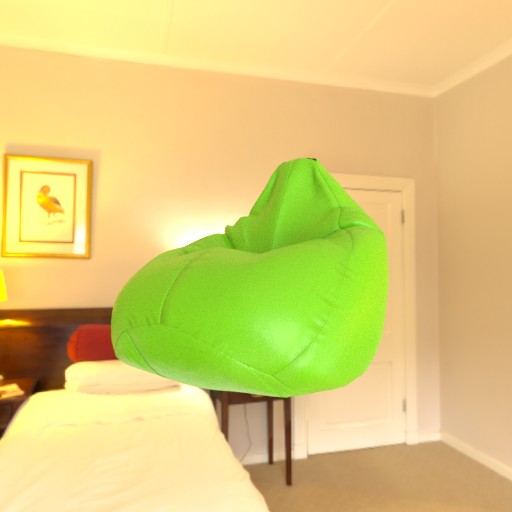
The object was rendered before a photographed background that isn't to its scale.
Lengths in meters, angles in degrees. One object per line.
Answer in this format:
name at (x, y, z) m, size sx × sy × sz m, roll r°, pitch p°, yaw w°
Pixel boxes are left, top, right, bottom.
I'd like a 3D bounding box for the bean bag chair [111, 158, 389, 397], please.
bean bag chair at (0.000, 0.000, 1.884) m, size 1.070 × 0.990 × 1.070 m, roll -1°, pitch -2°, yaw 36°
